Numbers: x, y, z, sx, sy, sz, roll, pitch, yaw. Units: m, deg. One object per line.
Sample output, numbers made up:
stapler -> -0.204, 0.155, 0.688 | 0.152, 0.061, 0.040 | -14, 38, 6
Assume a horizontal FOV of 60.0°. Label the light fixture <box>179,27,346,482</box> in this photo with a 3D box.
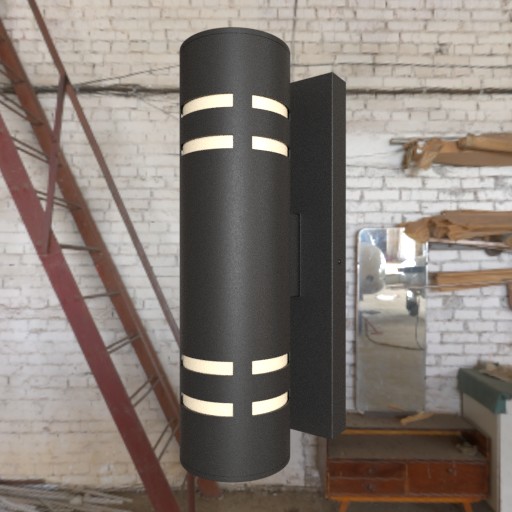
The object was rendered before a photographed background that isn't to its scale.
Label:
light fixture -> 0.000, 0.000, 0.389 | 0.105, 0.330, 0.149 | 0, 0, 35
